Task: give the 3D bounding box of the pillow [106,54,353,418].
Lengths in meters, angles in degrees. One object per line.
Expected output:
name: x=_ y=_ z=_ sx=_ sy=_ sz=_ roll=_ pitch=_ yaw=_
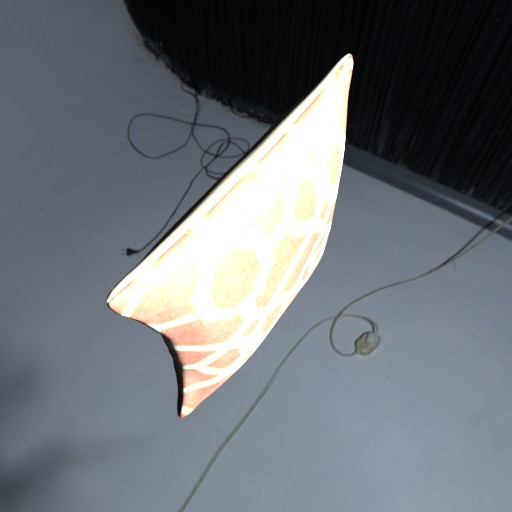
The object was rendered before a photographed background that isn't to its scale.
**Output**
pillow: x=0.000 y=0.000 z=0.811 sx=0.166 sy=0.508 sz=0.552 roll=31 pitch=62 yaw=18
